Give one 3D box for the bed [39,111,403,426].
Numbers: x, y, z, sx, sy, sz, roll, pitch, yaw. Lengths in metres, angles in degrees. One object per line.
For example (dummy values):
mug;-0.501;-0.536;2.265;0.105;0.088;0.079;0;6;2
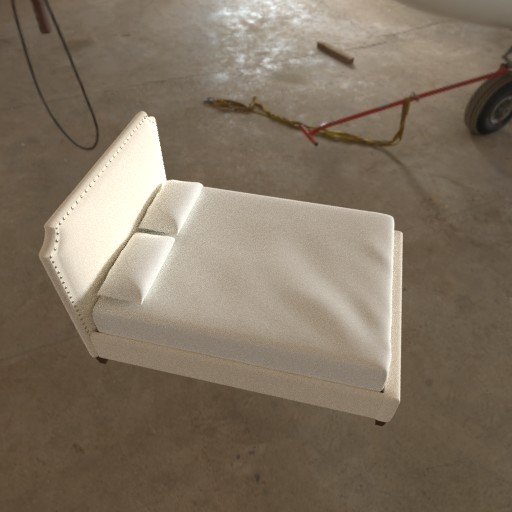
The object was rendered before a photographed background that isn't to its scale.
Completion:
bed;0.000;0.000;3.481;2.365;1.443;1.712;10;47;9
